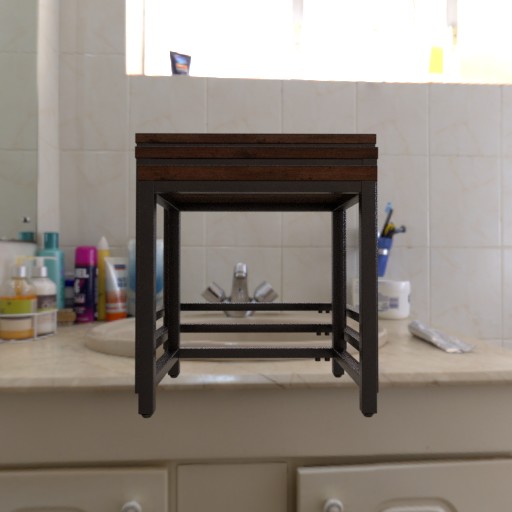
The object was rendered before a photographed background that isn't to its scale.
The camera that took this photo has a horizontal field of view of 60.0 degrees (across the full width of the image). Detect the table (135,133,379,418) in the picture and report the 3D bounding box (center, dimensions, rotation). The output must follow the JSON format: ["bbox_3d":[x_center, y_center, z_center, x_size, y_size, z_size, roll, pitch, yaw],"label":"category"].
[{"bbox_3d":[0.000,0.000,1.156,0.608,0.616,0.660,0,-1,-1],"label":"table"}]
